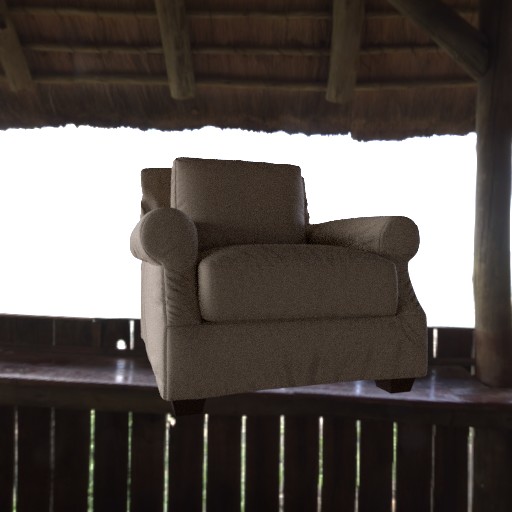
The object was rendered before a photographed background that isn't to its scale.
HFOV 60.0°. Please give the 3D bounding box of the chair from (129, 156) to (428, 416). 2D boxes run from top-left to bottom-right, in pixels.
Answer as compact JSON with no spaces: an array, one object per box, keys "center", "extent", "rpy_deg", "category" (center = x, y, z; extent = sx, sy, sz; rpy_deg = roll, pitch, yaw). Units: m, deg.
[{"center":[0.000,0.000,1.738],"extent":[0.940,0.866,1.066],"rpy_deg":[0,0,-17],"category":"chair"}]
